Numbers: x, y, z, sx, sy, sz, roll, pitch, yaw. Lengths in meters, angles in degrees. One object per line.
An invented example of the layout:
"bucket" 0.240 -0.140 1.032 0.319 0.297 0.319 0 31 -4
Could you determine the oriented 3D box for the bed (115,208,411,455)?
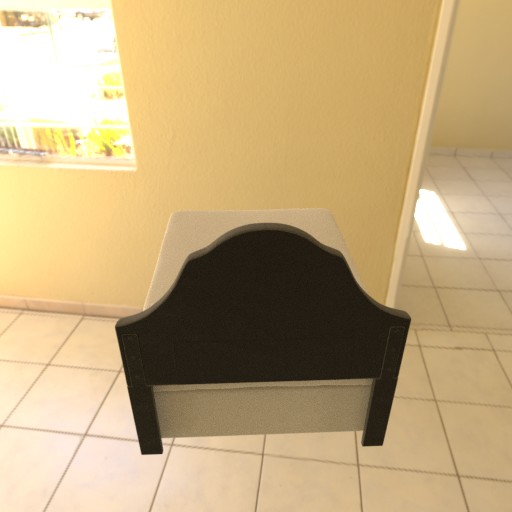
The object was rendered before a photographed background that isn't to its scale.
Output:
"bed" 0.000 0.000 3.312 1.636 1.575 2.155 -1 31 -2
